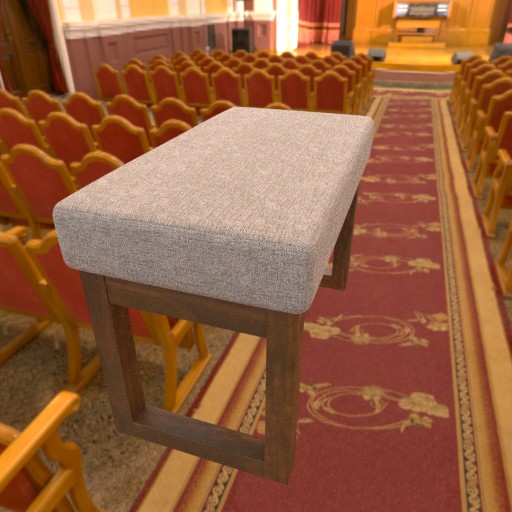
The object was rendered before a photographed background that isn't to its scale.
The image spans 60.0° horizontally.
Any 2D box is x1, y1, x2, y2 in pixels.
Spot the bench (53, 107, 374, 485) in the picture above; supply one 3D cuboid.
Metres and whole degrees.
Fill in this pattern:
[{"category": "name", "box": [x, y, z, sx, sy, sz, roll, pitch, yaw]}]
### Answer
[{"category": "bench", "box": [0.000, 0.000, 0.929, 0.366, 0.467, 0.681, 10, 31, 16]}]
